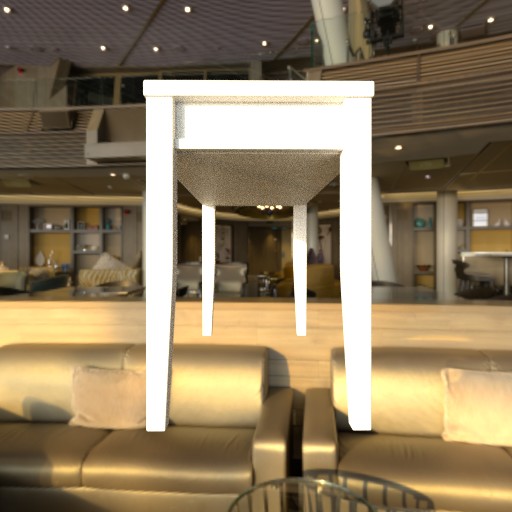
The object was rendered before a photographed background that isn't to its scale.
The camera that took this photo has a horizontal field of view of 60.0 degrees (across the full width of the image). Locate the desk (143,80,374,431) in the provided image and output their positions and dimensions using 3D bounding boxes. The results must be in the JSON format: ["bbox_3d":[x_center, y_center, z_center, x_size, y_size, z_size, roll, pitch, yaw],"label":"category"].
[{"bbox_3d":[0.000,0.000,1.582,0.508,0.775,1.220,0,0,-1],"label":"desk"}]
